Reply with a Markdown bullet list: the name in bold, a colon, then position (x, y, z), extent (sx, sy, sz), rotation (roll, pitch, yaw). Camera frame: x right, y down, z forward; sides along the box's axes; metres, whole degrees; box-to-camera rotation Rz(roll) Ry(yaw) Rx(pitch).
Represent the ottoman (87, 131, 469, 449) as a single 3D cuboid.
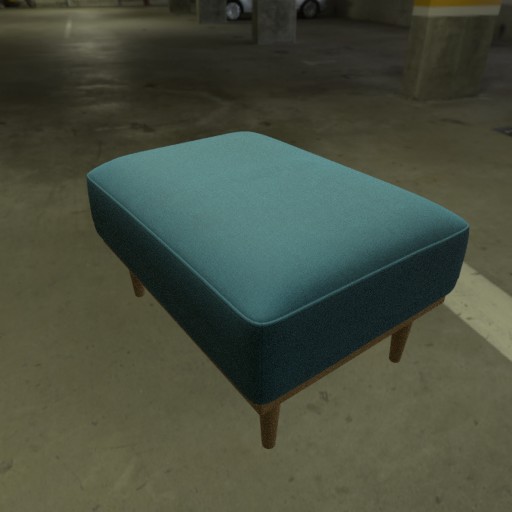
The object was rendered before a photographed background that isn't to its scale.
- **ottoman**: position (0.000, 0.000, 1.068), extent (0.549, 0.428, 0.749), rotation (-21, 38, -30)
